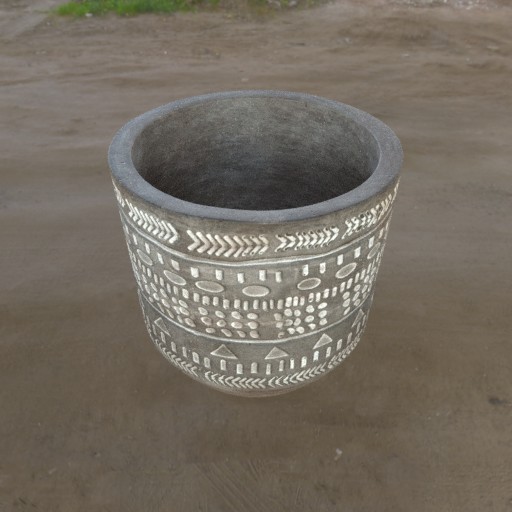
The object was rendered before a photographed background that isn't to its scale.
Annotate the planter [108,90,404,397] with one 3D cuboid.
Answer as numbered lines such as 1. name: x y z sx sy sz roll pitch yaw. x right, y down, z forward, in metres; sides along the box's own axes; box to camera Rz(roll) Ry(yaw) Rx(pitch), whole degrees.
1. planter: 0.000 0.000 0.226 0.122 0.128 0.122 0 40 0
